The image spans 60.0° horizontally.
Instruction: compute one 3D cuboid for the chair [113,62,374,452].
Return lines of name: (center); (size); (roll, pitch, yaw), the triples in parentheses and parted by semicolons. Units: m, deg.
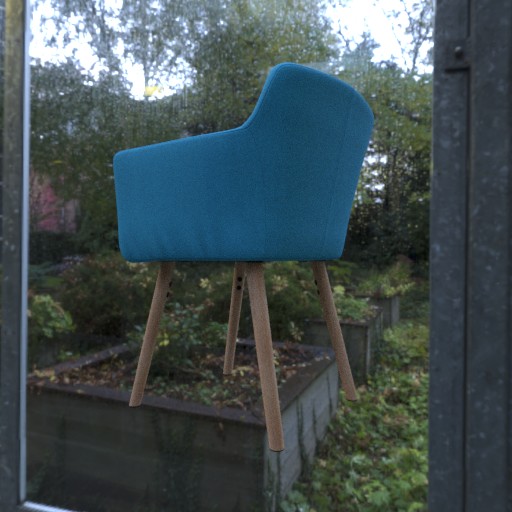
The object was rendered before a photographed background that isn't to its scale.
chair: (0.000, 0.000, 1.156); (0.540, 0.780, 0.570); (0, 0, 36)
